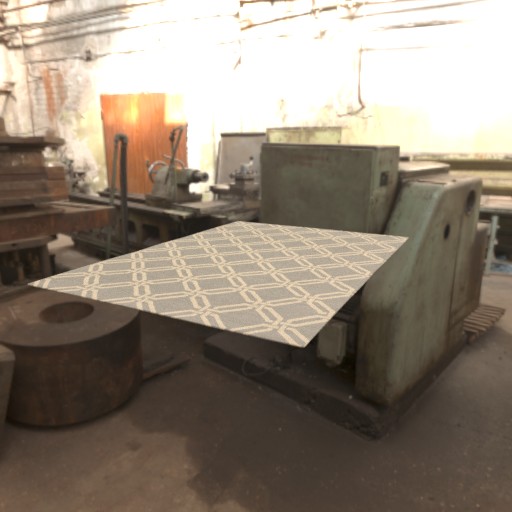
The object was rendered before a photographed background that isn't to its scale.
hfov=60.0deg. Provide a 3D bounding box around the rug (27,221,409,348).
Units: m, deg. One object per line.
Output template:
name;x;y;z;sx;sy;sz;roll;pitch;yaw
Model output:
rug;0.000;0.000;2.825;1.522;0.013;2.133;8;16;27
